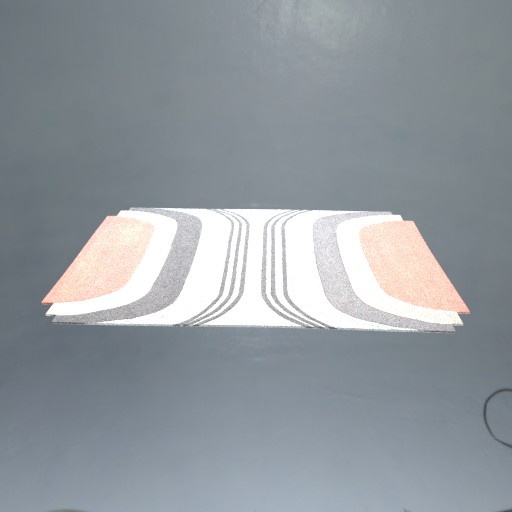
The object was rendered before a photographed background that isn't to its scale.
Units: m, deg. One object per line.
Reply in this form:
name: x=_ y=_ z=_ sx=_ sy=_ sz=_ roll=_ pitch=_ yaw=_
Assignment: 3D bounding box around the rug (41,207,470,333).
rug: x=0.000 y=0.000 z=3.027 sx=2.446 sy=0.017 sz=1.530 roll=1 pitch=30 yaw=2
